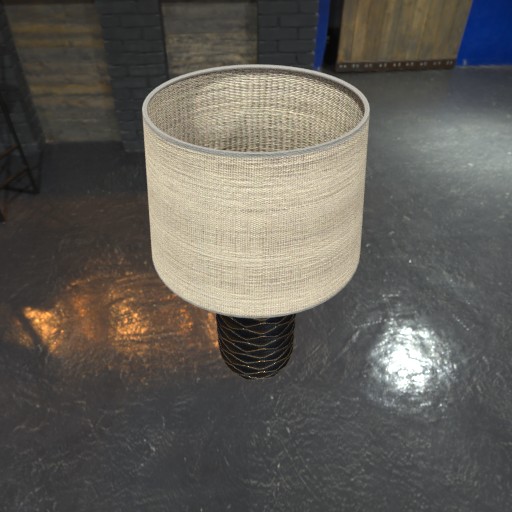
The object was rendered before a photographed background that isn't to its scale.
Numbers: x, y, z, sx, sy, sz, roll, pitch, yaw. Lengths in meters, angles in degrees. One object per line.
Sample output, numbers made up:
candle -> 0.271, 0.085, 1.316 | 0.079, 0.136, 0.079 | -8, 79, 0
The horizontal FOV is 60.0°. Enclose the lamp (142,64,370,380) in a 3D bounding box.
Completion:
lamp -> 0.000, 0.000, 0.837 | 0.376, 0.594, 0.376 | 0, 41, 0
